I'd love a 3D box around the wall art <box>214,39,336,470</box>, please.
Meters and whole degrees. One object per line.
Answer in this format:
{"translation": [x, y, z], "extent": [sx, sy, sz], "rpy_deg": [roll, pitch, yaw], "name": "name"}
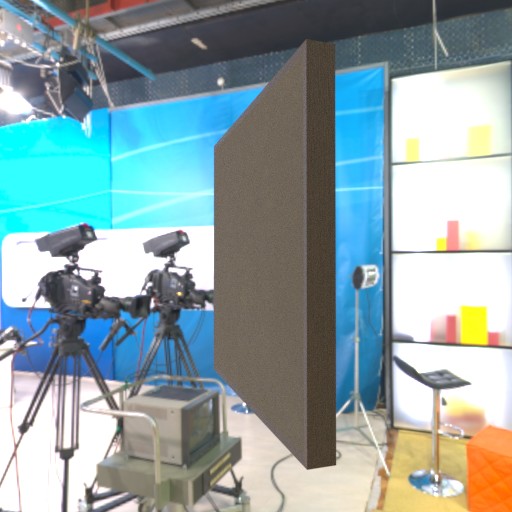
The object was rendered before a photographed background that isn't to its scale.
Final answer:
{"translation": [0.000, 0.000, 0.769], "extent": [0.038, 0.506, 0.508], "rpy_deg": [0, -1, -18], "name": "wall art"}
